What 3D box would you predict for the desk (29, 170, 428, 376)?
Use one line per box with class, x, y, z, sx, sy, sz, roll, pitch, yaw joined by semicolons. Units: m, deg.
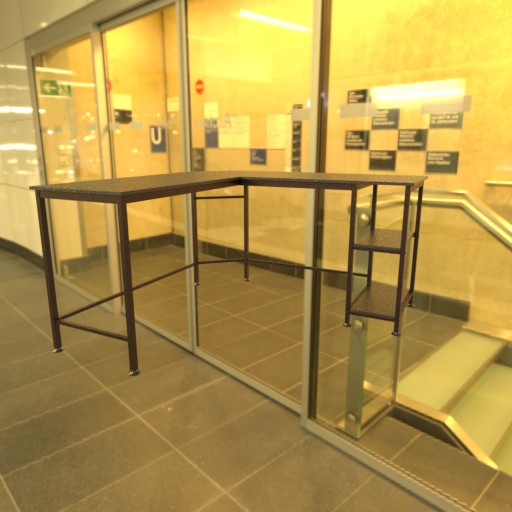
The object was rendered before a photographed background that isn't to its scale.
desk;0.000;0.000;2.192;1.379;0.739;1.379;7;16;26
